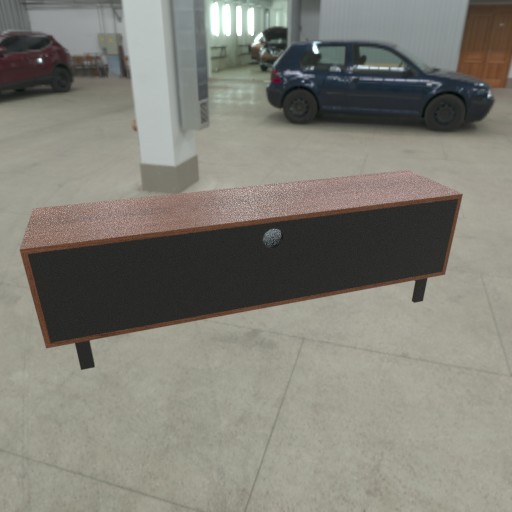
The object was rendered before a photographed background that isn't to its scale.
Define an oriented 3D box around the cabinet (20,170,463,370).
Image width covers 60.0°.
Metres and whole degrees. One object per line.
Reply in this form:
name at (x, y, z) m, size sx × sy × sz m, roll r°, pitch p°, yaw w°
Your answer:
cabinet at (0.000, 0.000, 1.864) m, size 1.650 × 0.500 × 0.400 m, roll -8°, pitch 28°, yaw -16°
